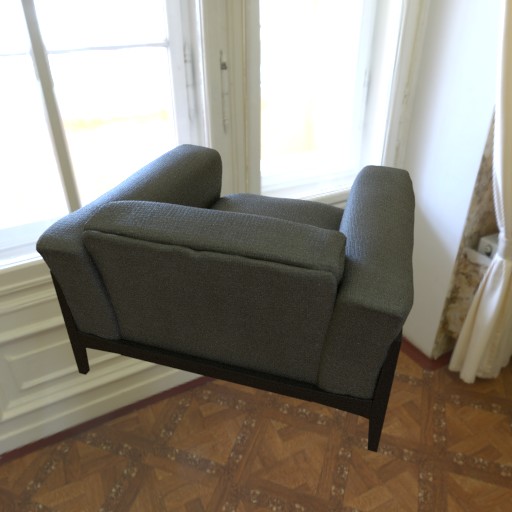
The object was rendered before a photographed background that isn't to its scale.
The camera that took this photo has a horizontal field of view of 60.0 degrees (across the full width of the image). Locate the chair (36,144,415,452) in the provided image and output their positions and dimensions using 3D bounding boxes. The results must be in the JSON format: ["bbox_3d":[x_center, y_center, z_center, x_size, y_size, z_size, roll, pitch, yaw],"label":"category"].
[{"bbox_3d":[0.000,0.000,1.632,1.056,0.646,0.969,9,32,15],"label":"chair"}]
